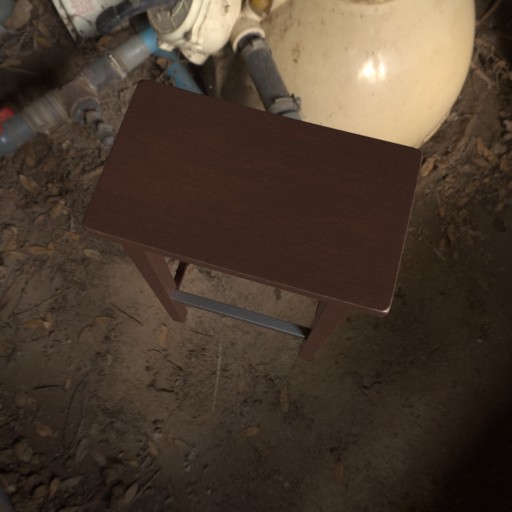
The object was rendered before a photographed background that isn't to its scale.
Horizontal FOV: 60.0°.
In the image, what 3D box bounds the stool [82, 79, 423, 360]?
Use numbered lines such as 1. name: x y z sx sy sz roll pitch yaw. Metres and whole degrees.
1. stool: 0.000 0.000 0.940 0.406 0.742 0.322 16 77 4
